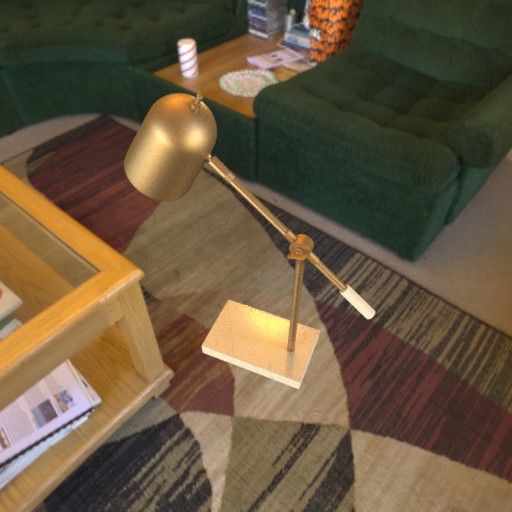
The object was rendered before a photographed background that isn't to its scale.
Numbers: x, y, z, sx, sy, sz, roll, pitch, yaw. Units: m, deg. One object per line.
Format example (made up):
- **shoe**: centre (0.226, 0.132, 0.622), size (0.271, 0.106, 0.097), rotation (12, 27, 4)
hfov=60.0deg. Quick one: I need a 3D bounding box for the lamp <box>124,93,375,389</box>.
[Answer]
- **lamp**: centre (0.000, 0.000, 0.830), size (0.471, 0.603, 0.144), rotation (17, 49, 15)
